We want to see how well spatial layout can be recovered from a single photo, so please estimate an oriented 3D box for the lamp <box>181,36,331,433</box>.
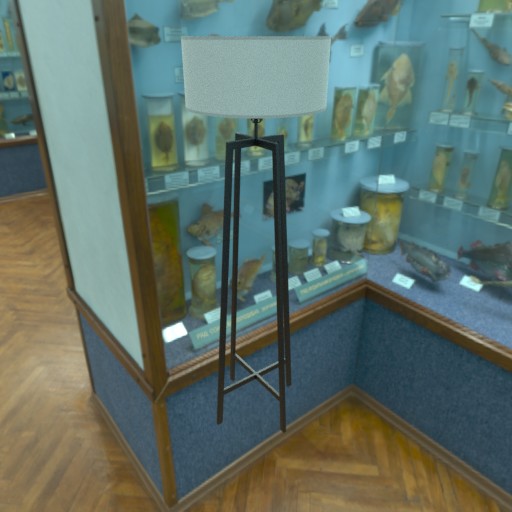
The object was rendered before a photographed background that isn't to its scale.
[{"bbox_3d":[0.000,0.000,1.700,0.456,1.510,0.457,-18,32,-32],"label":"lamp"}]
